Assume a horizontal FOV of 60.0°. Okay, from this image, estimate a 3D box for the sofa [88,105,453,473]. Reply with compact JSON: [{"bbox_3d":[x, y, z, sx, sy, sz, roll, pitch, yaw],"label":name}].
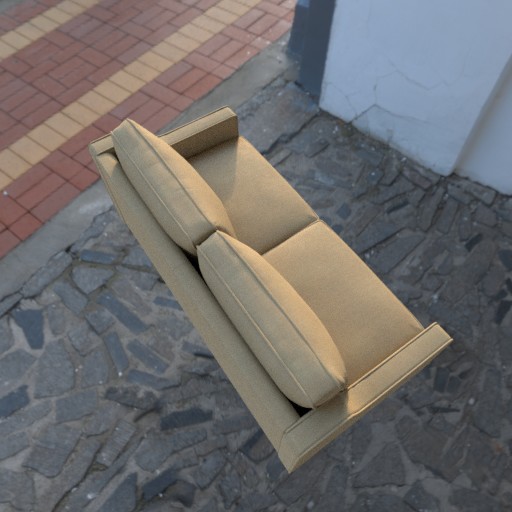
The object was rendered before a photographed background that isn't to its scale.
[{"bbox_3d":[0.000,0.000,2.757,1.066,1.071,2.178,-31,64,-17],"label":"sofa"}]
